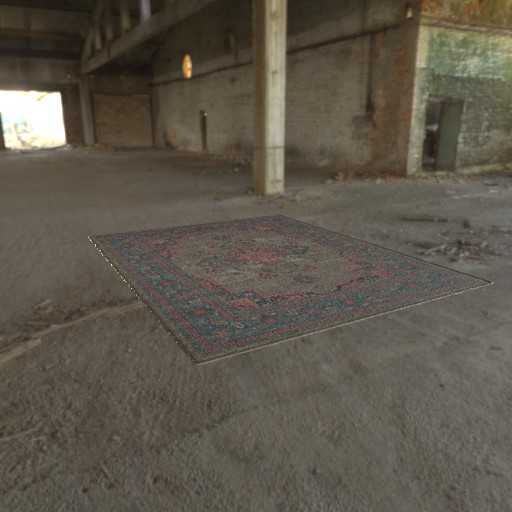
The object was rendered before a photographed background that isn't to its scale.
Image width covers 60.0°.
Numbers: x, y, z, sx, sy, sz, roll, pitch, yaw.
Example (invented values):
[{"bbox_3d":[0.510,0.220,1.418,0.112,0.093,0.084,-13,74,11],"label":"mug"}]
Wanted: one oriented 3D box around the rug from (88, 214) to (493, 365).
[{"bbox_3d":[0.000,0.000,4.068,2.434,0.013,3.057,-9,19,-28],"label":"rug"}]
